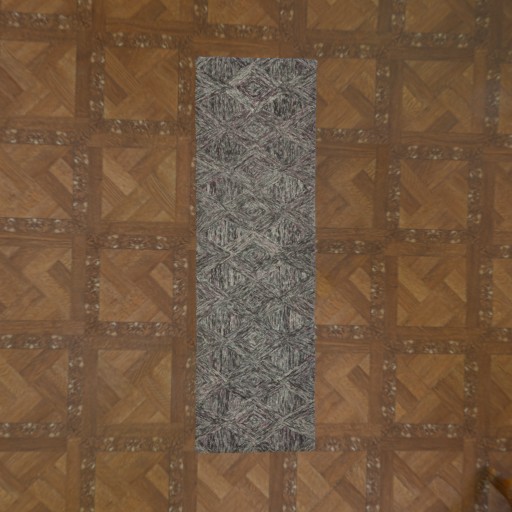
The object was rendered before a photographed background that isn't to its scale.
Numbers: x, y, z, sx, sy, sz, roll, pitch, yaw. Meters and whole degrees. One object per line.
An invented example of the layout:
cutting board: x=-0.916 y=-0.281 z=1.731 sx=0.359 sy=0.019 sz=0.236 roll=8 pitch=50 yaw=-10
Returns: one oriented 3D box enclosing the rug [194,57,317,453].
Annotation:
rug: x=0.000 y=0.000 z=2.588 sx=0.719 sy=0.013 sz=2.305 roll=0 pitch=91 yaw=-3
